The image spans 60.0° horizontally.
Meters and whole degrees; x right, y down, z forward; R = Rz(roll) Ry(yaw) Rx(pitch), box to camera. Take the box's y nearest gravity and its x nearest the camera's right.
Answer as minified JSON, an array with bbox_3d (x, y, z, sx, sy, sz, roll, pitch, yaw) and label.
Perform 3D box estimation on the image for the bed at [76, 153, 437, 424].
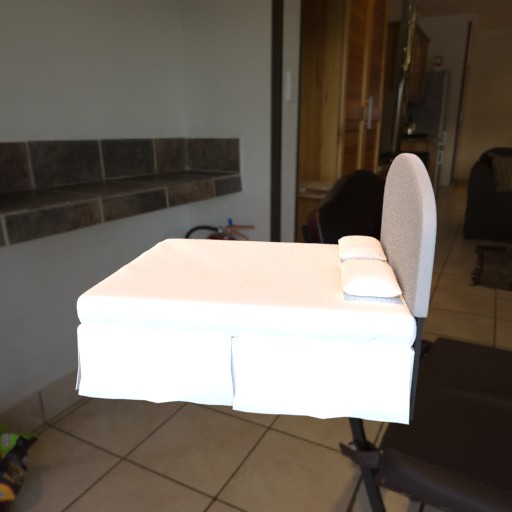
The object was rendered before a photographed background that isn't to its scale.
[{"bbox_3d":[0.000,0.000,3.096,2.005,1.410,1.607,2,16,9],"label":"bed"}]
